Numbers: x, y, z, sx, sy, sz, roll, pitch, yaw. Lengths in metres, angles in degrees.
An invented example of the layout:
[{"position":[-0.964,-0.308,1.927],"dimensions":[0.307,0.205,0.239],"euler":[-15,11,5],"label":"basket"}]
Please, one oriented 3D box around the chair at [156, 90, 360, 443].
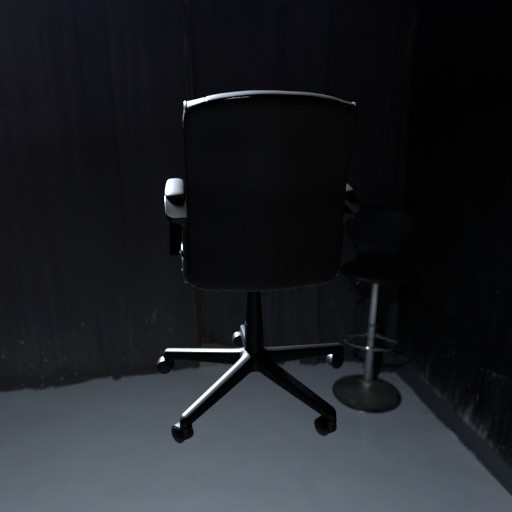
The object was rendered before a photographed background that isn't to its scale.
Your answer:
[{"position":[0.000,0.000,1.507],"dimensions":[0.739,1.004,0.717],"euler":[-2,16,-8],"label":"chair"}]
